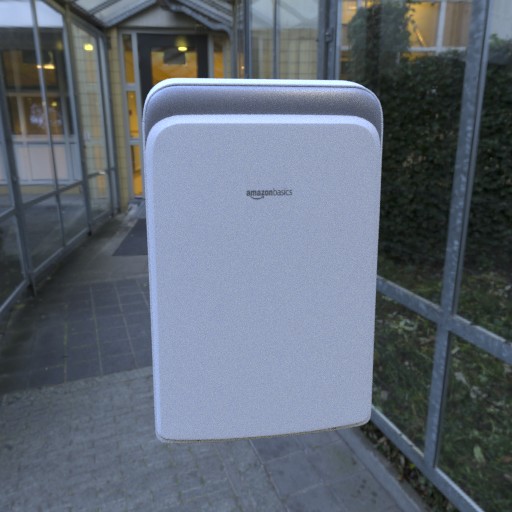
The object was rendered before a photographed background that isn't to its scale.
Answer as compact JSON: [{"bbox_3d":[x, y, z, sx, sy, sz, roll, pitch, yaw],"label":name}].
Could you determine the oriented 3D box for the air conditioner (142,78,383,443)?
[{"bbox_3d":[0.000,0.000,0.935,0.454,0.700,0.365,-2,16,-8],"label":"air conditioner"}]
